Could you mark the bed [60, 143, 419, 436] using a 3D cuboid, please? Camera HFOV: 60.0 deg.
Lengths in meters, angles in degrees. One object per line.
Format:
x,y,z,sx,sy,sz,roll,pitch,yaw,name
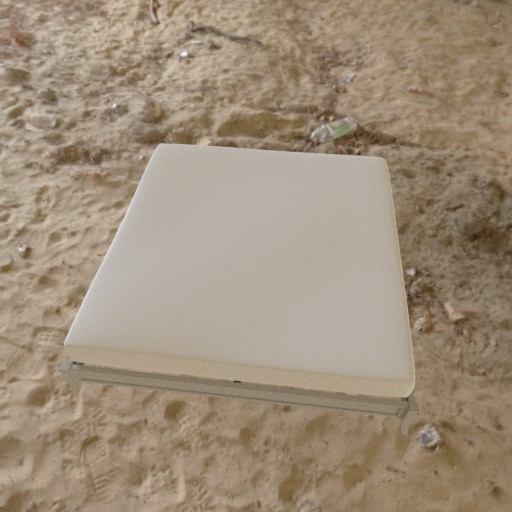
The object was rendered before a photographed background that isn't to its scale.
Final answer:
0.000,0.000,3.140,2.007,0.510,2.108,5,48,5,bed
